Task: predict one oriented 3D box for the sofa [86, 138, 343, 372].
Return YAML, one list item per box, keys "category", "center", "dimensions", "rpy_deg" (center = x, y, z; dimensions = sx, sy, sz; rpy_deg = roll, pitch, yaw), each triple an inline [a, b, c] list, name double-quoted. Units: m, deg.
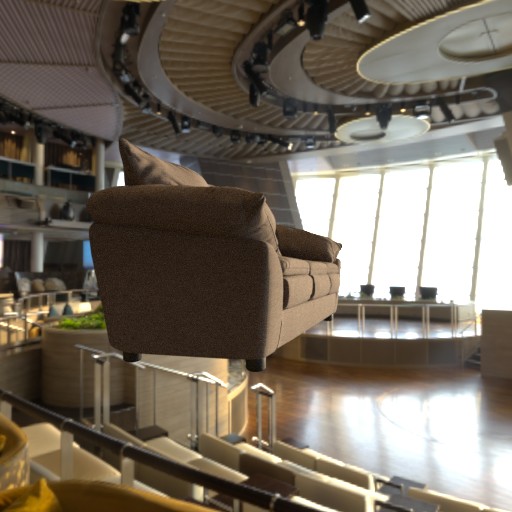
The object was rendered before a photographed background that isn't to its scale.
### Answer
- category: "sofa"
  center: [0.000, 0.000, 2.937]
  dimensions: [0.927, 1.043, 2.390]
  rpy_deg: [-1, -2, 18]
